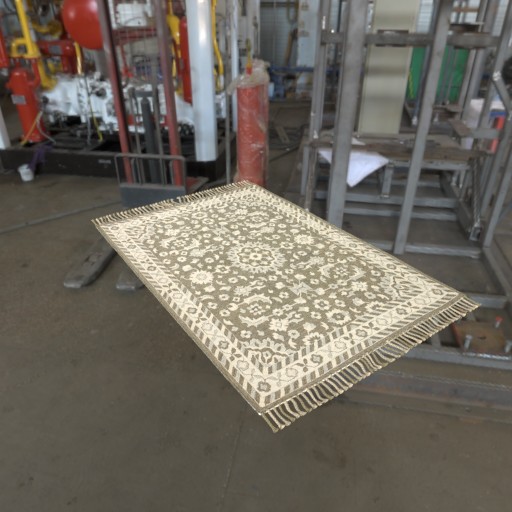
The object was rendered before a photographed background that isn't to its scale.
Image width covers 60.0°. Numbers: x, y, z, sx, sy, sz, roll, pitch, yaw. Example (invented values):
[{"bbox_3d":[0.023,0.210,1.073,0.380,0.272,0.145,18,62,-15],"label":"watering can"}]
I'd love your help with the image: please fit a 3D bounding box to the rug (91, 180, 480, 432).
[{"bbox_3d":[0.000,0.000,3.055,1.530,0.025,2.431,-20,36,-30],"label":"rug"}]
